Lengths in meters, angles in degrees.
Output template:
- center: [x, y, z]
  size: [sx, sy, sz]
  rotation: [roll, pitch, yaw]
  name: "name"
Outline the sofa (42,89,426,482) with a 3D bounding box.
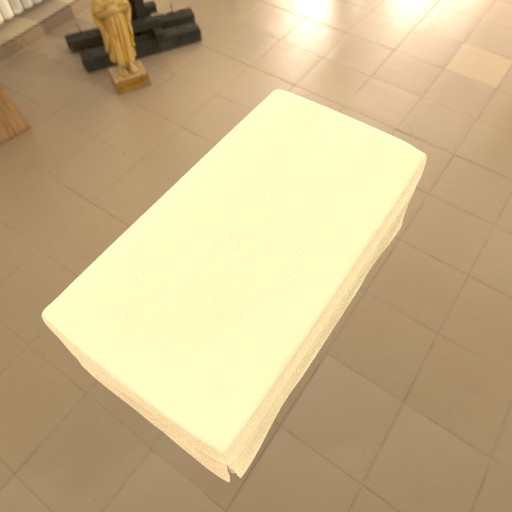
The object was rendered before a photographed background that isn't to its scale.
- center: [0.000, 0.000, 2.081]
  size: [0.939, 0.552, 1.677]
  rotation: [30, 62, 18]
  name: "sofa"
